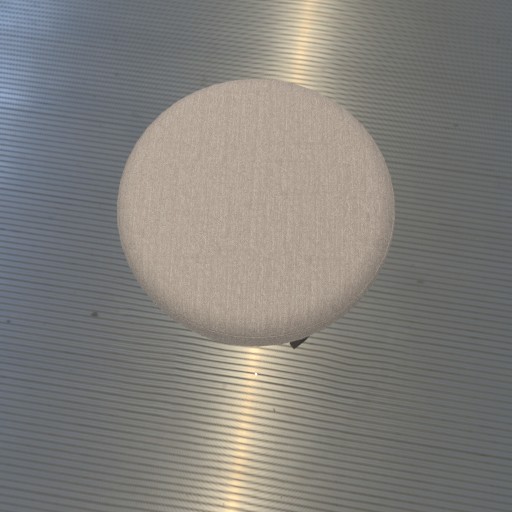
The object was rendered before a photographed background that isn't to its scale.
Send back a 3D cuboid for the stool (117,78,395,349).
[{"bbox_3d":[0.000,0.000,1.017,0.443,0.757,0.443,0,75,0],"label":"stool"}]
